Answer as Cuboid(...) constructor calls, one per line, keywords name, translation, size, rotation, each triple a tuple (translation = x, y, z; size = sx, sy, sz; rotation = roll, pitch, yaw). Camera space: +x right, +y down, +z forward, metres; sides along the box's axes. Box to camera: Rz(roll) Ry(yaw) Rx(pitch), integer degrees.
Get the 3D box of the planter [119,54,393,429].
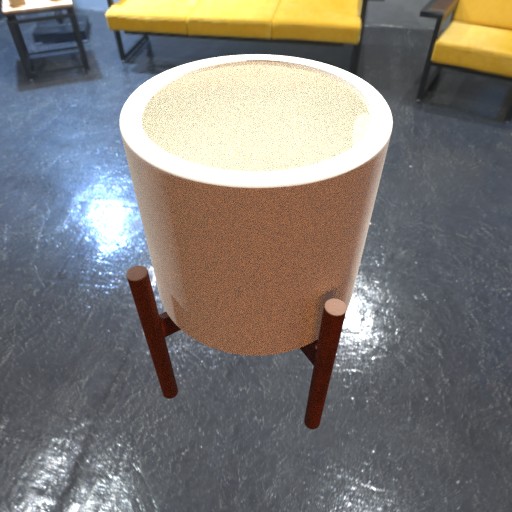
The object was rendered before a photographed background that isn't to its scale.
Cuboid(name="planter", translation=(0.000, 0.000, 0.495), size=(0.224, 0.358, 0.224), rotation=(9, 46, 9))
